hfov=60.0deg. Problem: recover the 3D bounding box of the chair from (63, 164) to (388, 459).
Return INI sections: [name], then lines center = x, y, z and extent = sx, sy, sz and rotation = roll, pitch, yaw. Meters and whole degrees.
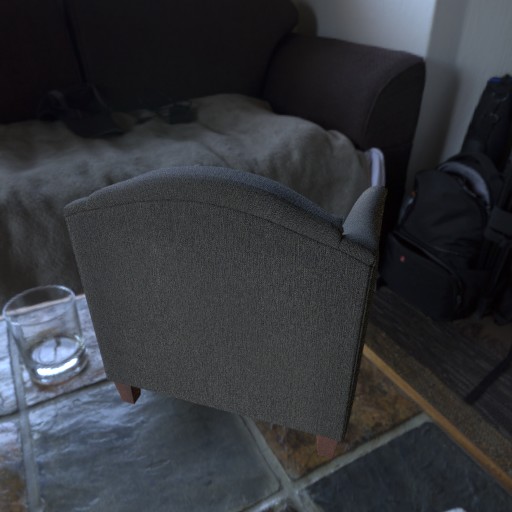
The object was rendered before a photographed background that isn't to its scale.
[chair]
center = 0.000, 0.000, 1.450
extent = 0.763, 0.839, 0.787
rotation = 9, 34, 15
